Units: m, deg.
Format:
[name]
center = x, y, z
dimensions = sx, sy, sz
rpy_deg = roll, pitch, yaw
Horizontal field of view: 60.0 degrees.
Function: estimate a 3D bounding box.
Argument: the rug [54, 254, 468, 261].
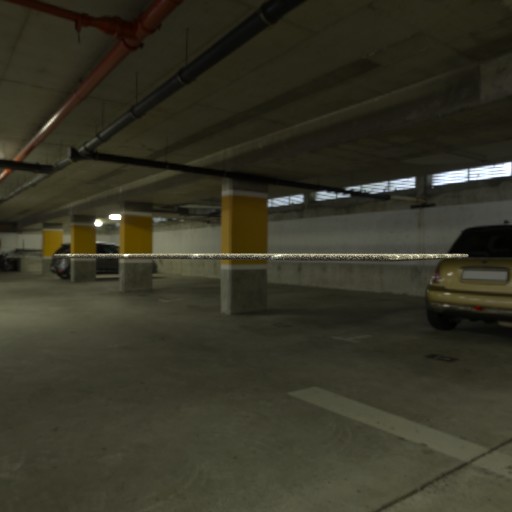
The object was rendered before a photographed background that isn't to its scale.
[rug]
center = 0.000, 0.000, 3.477
dimensions = 2.743, 0.030, 1.778
rpy_deg = 0, 0, 36
